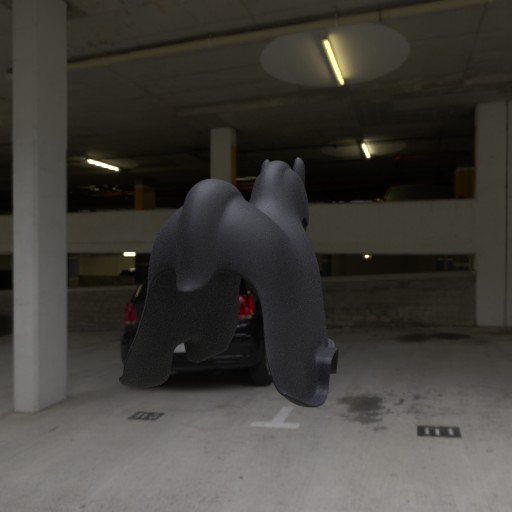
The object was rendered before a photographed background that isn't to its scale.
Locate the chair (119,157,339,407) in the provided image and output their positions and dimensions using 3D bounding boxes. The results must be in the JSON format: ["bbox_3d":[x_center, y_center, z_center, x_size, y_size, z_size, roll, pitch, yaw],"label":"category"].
[{"bbox_3d":[0.000,0.000,1.155,0.429,0.612,0.800,0,1,18],"label":"chair"}]
